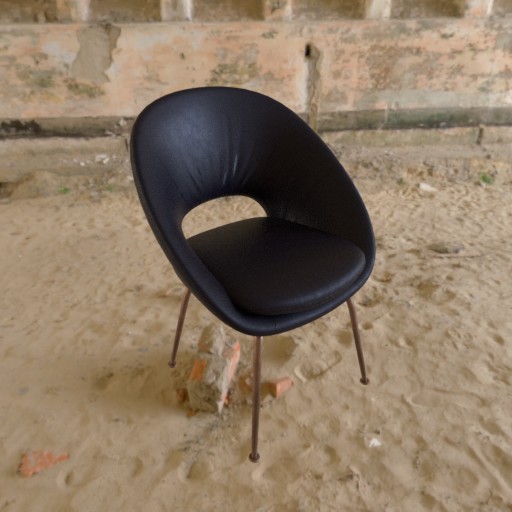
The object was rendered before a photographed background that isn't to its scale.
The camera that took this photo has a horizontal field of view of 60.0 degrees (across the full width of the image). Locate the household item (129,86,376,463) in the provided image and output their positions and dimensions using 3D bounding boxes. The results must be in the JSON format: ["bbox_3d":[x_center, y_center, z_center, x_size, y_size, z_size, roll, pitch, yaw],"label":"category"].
[{"bbox_3d":[0.000,0.000,1.271,0.623,0.852,0.573,-21,35,-33],"label":"household item"}]
